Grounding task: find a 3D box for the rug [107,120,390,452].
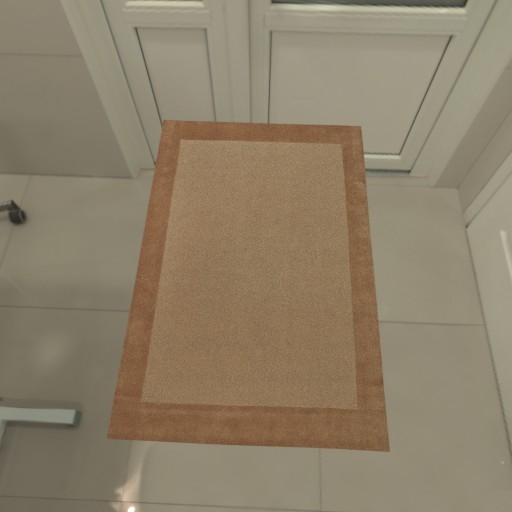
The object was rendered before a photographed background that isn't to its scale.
[{"bbox_3d":[0.000,0.000,2.317,1.219,0.014,1.829,2,63,1],"label":"rug"}]
